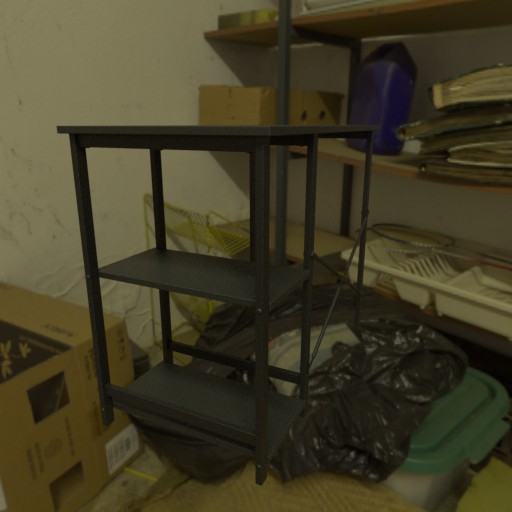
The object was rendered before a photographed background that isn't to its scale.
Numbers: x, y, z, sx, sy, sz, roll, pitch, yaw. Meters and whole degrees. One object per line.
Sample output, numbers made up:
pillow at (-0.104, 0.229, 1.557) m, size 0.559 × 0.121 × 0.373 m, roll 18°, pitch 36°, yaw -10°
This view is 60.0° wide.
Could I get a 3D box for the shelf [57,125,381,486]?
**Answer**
shelf at (0.000, 0.000, 1.326) m, size 0.498 × 0.749 × 0.902 m, roll 8°, pitch 18°, yaw 25°
